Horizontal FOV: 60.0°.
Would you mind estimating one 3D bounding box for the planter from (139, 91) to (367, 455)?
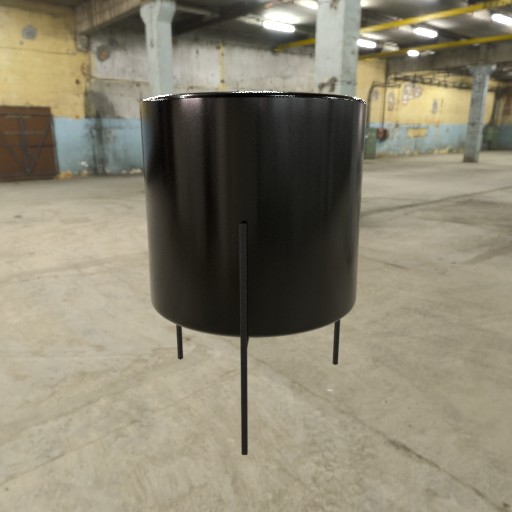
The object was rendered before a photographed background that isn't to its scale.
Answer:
[{"bbox_3d":[0.000,0.000,0.655,0.310,0.432,0.310,-3,15,-11],"label":"planter"}]
